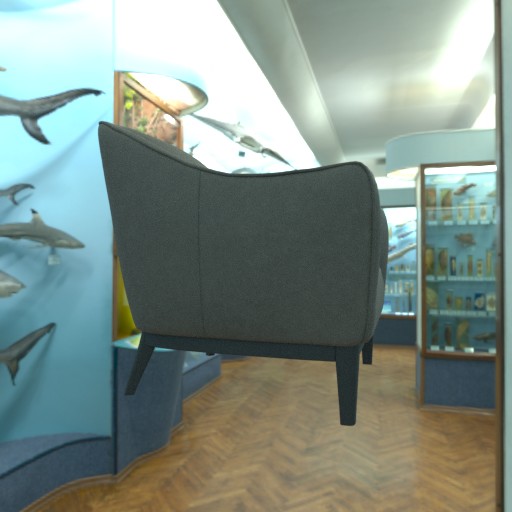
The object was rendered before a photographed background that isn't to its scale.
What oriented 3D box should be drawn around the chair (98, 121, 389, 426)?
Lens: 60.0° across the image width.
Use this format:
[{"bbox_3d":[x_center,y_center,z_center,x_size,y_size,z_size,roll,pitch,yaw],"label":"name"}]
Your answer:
[{"bbox_3d":[0.000,0.000,1.513,0.852,0.830,0.871,0,-1,18],"label":"chair"}]
